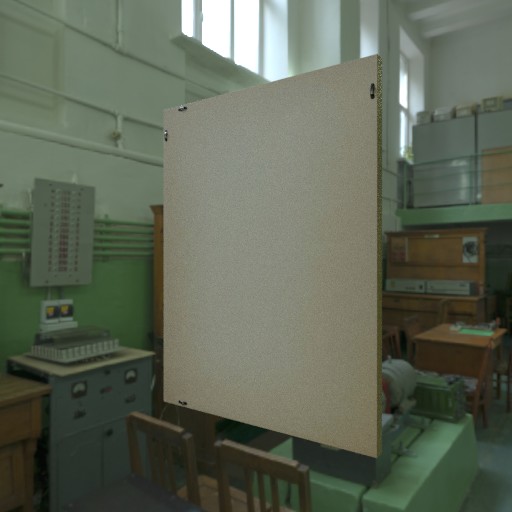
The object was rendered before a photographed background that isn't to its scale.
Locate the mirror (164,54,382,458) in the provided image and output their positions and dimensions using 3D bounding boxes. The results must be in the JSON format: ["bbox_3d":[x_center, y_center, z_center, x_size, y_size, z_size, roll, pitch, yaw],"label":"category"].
[{"bbox_3d":[0.000,0.000,1.342,0.762,1.016,0.040,0,0,35],"label":"mirror"}]
